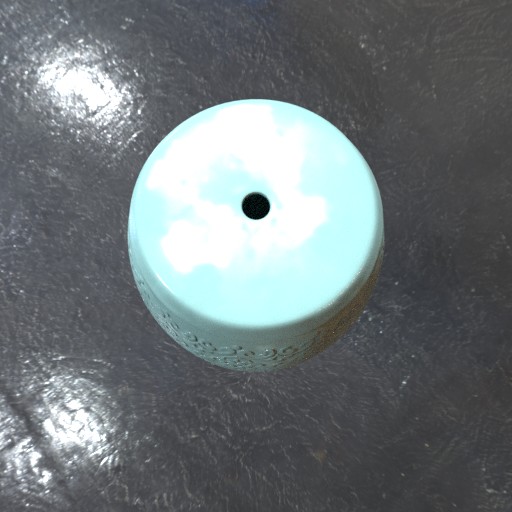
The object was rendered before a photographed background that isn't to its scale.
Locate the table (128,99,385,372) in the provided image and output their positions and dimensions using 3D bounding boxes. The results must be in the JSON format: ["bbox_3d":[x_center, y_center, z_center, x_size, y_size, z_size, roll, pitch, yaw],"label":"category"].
[{"bbox_3d":[0.000,0.000,0.610,0.309,0.397,0.309,0,76,0],"label":"table"}]
